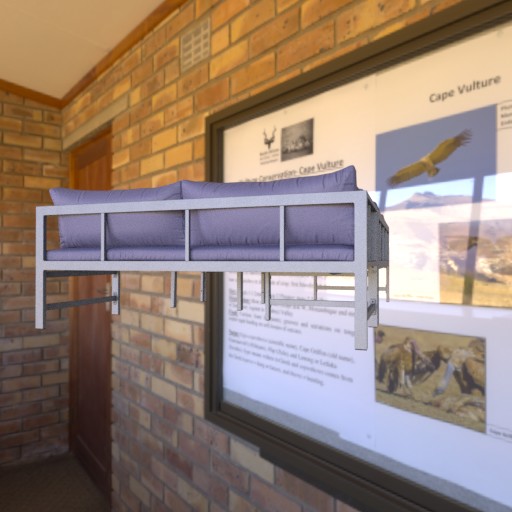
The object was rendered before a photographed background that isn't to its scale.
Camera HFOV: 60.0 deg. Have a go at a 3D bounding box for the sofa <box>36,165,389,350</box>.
[{"bbox_3d":[0.000,0.000,3.022,1.658,0.762,2.149,0,0,19],"label":"sofa"}]
